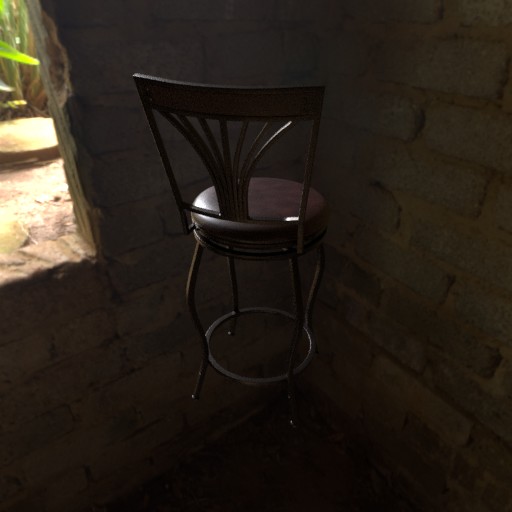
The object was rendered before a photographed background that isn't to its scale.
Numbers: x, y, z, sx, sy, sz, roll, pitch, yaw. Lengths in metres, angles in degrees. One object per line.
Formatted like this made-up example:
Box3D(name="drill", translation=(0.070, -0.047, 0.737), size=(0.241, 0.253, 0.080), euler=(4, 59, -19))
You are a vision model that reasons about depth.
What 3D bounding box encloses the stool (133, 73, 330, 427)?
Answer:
Box3D(name="stool", translation=(0.000, 0.000, 1.401), size=(0.433, 1.117, 0.514), euler=(9, 32, 15))
